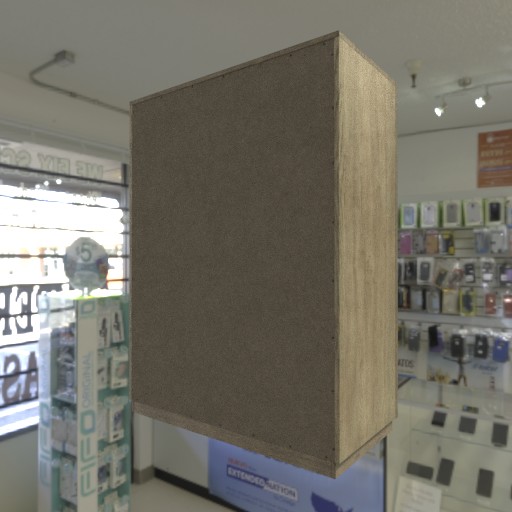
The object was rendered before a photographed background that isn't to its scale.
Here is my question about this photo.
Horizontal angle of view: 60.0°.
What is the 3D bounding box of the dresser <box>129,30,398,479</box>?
[{"bbox_3d":[0.000,0.000,1.757,0.967,1.295,0.483,0,0,37],"label":"dresser"}]
